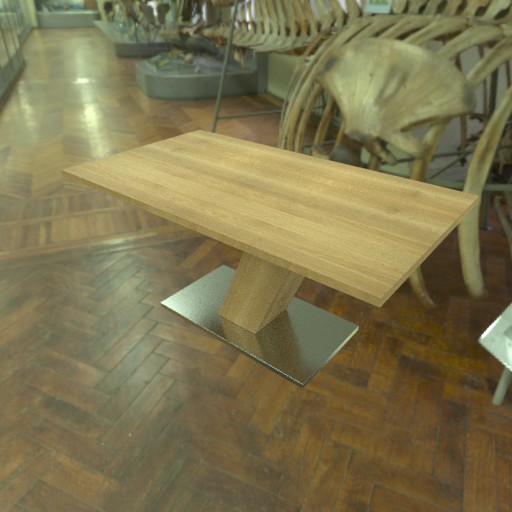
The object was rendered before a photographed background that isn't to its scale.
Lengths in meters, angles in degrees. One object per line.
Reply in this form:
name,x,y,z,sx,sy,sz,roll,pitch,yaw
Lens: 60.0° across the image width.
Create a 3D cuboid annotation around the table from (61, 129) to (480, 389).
table,0.000,0.000,2.117,1.600,0.750,0.900,23,37,33
